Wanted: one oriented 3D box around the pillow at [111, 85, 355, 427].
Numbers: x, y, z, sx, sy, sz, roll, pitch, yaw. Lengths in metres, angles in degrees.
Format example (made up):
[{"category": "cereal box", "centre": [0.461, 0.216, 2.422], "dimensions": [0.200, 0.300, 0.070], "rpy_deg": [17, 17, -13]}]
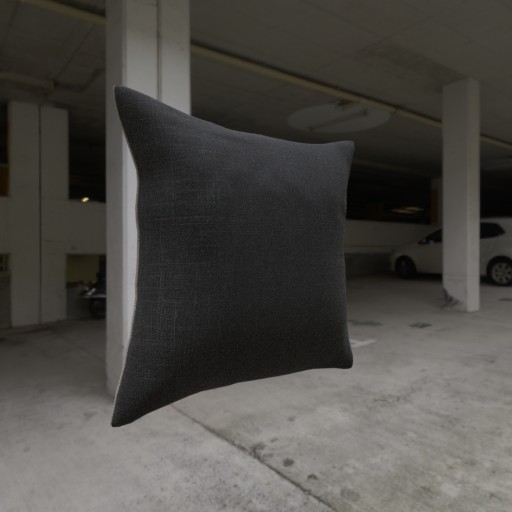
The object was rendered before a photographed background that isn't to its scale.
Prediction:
[{"category": "pillow", "centre": [0.000, 0.000, 0.712], "dimensions": [0.468, 0.444, 0.138], "rpy_deg": [0, 1, -37]}]
